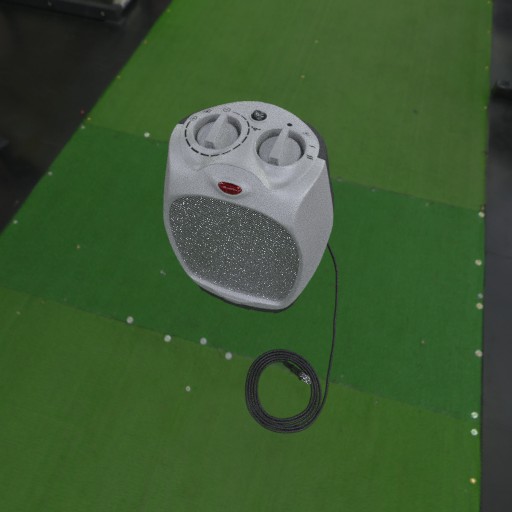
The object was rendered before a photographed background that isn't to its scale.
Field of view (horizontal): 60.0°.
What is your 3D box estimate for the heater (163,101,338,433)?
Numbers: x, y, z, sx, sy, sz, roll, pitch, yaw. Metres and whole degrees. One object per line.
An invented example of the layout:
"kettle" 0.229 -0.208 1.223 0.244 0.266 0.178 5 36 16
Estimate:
"heater" 0.000 0.000 0.486 0.239 0.255 0.291 16 60 10
